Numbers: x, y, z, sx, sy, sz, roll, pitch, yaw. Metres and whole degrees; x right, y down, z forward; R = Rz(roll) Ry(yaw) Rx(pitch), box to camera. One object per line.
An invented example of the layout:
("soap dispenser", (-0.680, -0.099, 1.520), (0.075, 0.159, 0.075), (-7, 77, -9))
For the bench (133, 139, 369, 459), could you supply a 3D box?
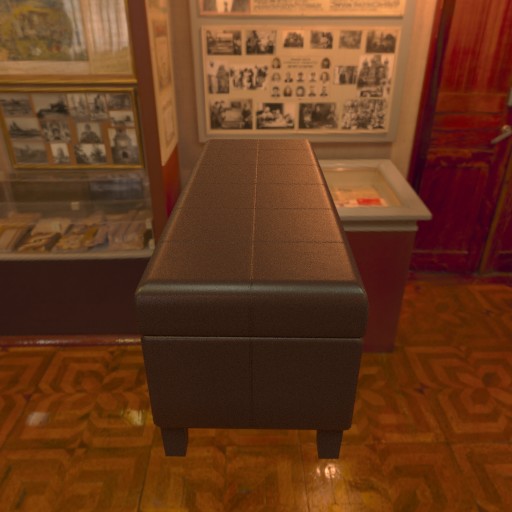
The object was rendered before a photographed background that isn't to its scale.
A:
("bench", (0.000, 0.000, 1.344), (0.429, 0.457, 1.092), (0, 28, 1))
